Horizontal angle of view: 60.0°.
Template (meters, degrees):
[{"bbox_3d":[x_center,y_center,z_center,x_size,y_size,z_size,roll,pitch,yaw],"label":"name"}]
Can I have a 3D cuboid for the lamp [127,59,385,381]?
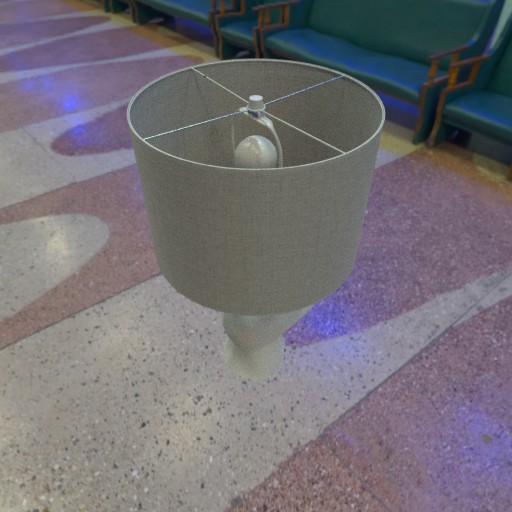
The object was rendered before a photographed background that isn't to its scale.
[{"bbox_3d":[0.000,0.000,0.690,0.298,0.503,0.298,-27,49,-26],"label":"lamp"}]
